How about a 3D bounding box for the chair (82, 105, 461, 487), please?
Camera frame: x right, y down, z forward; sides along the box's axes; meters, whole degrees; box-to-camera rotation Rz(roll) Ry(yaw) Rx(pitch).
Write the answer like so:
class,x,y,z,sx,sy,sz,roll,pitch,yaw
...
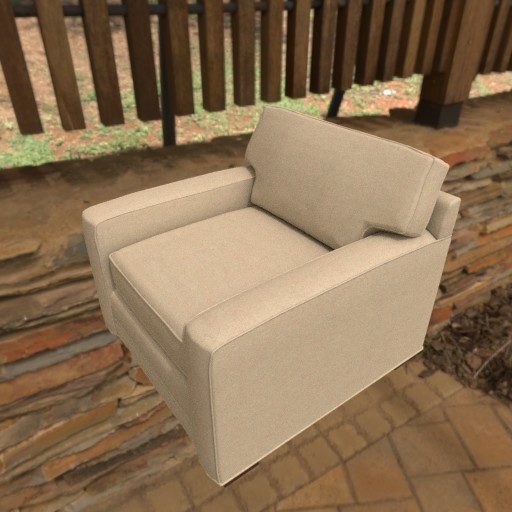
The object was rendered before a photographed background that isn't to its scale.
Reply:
class,x,y,z,sx,sy,sz,roll,pitch,yaw
chair,0.000,0.000,1.747,1.043,0.913,0.998,-21,38,-30
